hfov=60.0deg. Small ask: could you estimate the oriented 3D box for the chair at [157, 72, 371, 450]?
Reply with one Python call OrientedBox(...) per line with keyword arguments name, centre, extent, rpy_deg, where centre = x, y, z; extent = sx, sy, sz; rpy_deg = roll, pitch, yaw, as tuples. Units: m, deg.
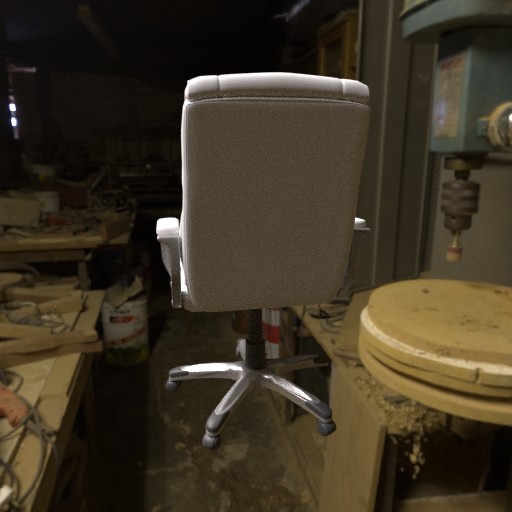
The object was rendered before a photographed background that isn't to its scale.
OrientedBox(name="chair", centre=(0.000, 0.000, 1.574), extent=(0.687, 1.120, 0.738), rpy_deg=(-3, 15, -11))
